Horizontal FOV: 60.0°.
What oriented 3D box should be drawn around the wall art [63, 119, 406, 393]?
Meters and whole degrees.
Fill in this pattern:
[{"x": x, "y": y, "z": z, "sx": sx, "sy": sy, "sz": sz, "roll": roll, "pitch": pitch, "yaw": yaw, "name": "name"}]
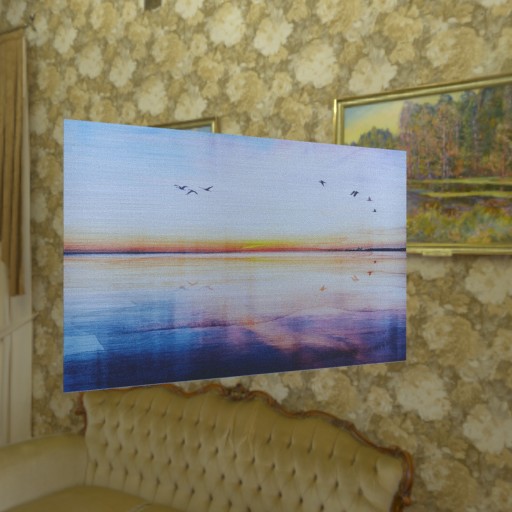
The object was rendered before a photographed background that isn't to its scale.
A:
[{"x": 0.000, "y": 0.000, "z": 1.425, "sx": 1.137, "sy": 0.756, "sz": 0.034, "roll": 0, "pitch": 0, "yaw": -19, "name": "wall art"}]
